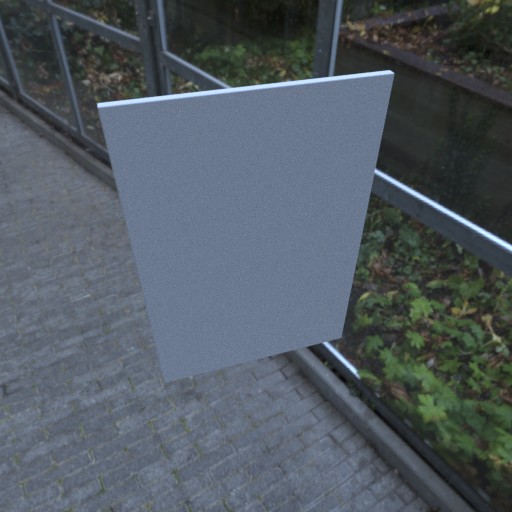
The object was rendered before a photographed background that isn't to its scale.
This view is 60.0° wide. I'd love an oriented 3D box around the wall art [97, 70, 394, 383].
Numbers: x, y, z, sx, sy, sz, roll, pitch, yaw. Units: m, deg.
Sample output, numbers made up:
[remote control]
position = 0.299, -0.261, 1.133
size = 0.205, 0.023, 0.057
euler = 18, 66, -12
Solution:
[wall art]
position = 0.000, 0.000, 0.634
size = 0.329, 0.482, 0.011
euler = -11, 43, -13
